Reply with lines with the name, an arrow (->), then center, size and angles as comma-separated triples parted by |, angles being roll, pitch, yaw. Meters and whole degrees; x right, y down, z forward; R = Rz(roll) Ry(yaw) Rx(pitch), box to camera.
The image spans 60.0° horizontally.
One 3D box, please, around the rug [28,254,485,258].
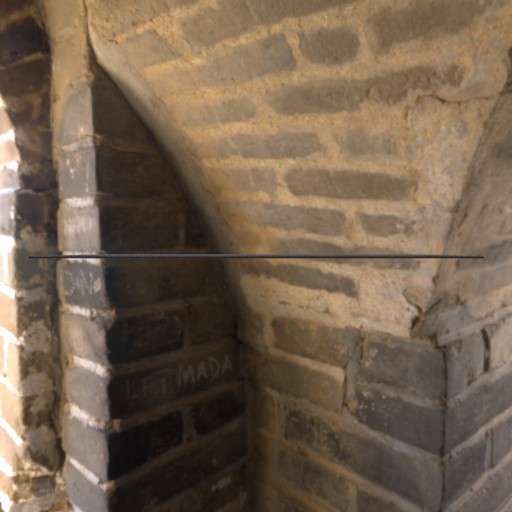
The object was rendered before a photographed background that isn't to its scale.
rug -> 0.000, 0.000, 2.730 | 2.430, 0.012, 0.759 | 0, 1, 0
